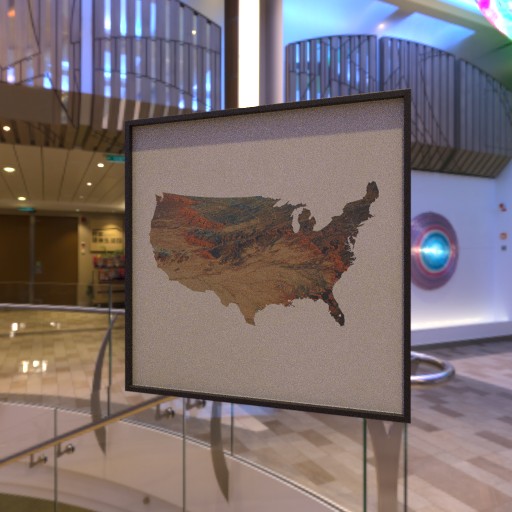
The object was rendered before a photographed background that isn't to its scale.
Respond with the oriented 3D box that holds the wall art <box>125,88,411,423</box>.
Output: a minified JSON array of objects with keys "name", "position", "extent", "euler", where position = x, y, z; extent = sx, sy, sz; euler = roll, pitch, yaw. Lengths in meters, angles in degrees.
[{"name":"wall art","position":[0.000,0.000,0.768],"extent":[0.507,0.507,0.038],"euler":[0,0,19]}]
